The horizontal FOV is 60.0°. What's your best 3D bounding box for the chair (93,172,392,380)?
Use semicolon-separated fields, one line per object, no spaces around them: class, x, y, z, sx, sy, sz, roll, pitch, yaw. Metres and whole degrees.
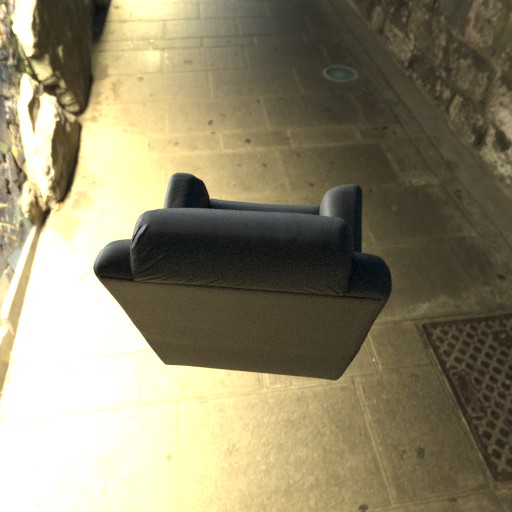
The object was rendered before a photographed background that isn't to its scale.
chair;0.000;0.000;1.948;0.965;1.116;1.068;4;47;4
